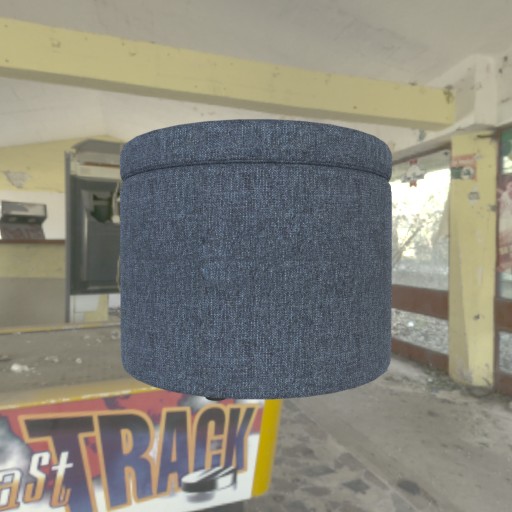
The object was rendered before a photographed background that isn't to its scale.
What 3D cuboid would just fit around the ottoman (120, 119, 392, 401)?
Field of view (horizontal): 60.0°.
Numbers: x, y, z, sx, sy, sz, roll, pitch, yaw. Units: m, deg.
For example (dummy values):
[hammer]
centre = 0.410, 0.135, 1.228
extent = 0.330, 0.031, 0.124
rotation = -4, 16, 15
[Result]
[ottoman]
centre = 0.000, 0.000, 0.854
extent = 0.500, 0.419, 0.500
rotation = 0, 1, 0
